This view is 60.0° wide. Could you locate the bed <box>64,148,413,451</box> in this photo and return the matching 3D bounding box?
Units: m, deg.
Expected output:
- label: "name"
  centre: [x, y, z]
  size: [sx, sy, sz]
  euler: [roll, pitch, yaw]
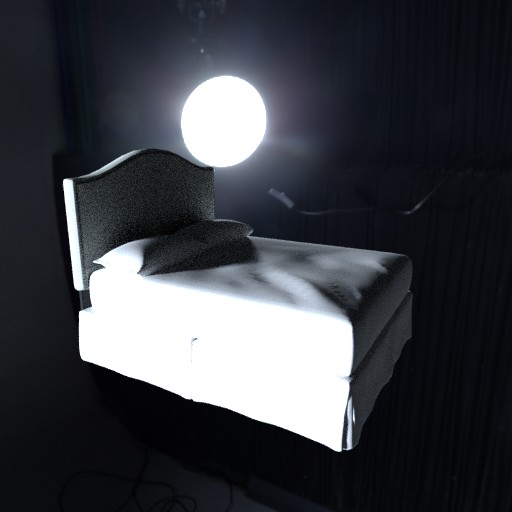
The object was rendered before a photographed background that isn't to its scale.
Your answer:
- label: "bed"
  centre: [0.000, 0.000, 3.453]
  size: [2.180, 1.607, 1.813]
  euler: [8, 17, 28]
